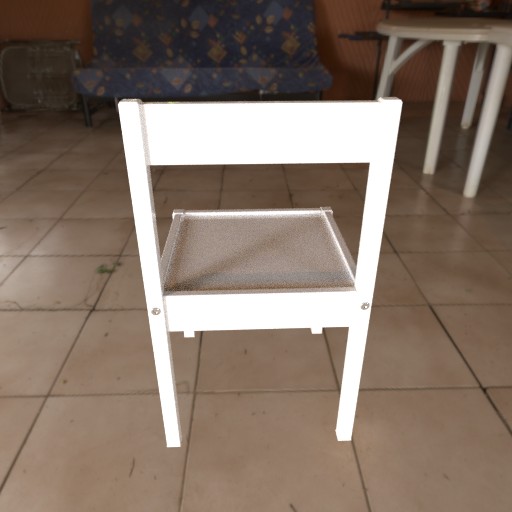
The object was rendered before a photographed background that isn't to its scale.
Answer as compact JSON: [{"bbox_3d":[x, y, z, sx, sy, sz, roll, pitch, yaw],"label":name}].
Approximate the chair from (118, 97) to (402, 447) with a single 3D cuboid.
[{"bbox_3d":[0.000,0.000,0.684,0.285,0.505,0.285,-1,29,-2],"label":"chair"}]
